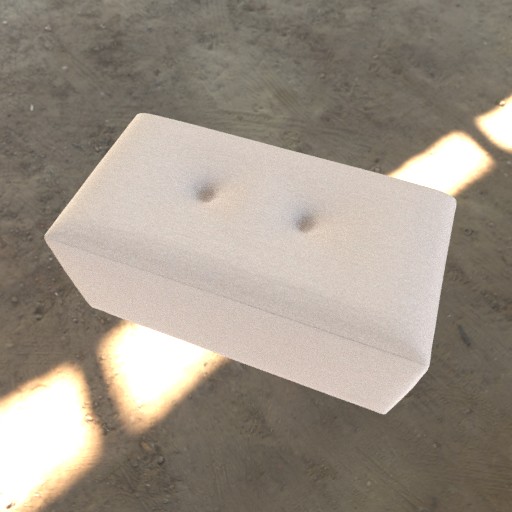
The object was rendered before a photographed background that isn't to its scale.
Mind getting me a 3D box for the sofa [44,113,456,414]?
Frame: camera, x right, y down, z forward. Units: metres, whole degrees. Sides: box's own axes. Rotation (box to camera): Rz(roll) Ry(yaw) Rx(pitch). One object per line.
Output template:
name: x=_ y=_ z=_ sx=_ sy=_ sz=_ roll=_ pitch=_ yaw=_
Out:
sofa: x=0.000 y=0.000 z=1.222 sx=0.930 sy=0.470 sz=0.480 roll=18 pitch=59 yaw=11
